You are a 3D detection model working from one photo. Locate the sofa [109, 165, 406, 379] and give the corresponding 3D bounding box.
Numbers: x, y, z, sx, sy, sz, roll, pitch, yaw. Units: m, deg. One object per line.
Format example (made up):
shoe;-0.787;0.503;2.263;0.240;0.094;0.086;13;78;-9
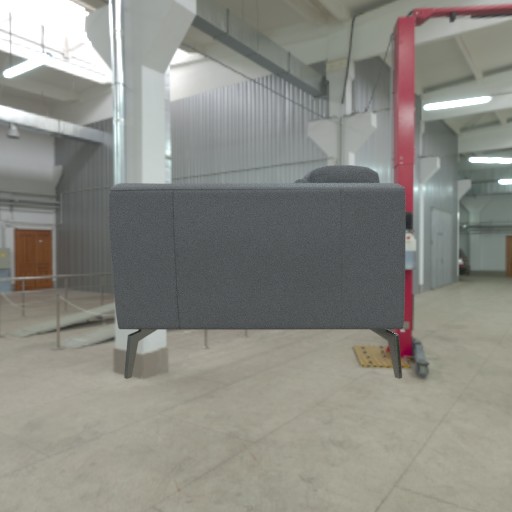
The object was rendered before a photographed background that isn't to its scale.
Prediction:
sofa;0.000;0.000;2.382;1.003;0.779;1.895;0;1;0
